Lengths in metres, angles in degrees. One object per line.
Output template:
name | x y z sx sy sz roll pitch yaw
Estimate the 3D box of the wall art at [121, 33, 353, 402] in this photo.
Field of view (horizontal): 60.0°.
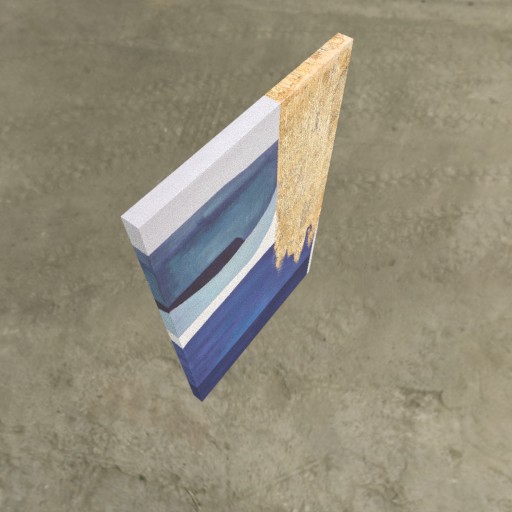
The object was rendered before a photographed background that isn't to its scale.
wall art | 0.000 0.000 1.158 0.039 0.911 0.607 32 62 19
